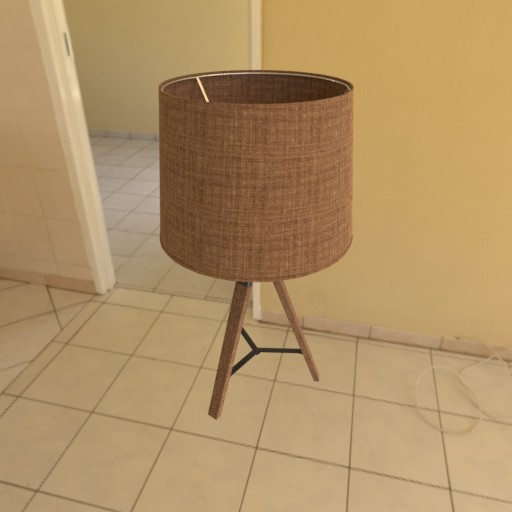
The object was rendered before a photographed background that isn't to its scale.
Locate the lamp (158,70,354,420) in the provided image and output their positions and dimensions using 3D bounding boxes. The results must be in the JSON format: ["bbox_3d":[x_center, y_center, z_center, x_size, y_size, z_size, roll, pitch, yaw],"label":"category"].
[{"bbox_3d":[0.000,0.000,0.701,0.290,0.514,0.290,0,31,0],"label":"lamp"}]
